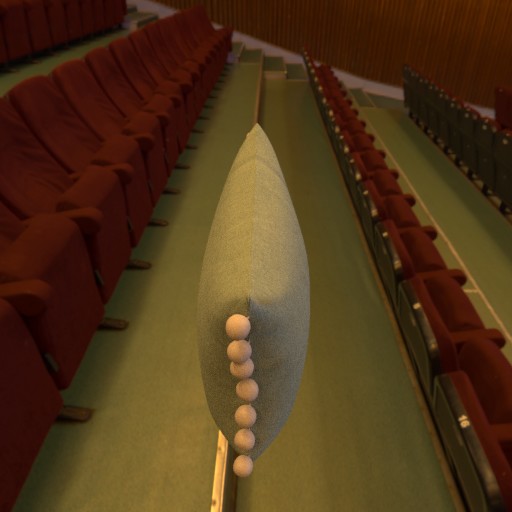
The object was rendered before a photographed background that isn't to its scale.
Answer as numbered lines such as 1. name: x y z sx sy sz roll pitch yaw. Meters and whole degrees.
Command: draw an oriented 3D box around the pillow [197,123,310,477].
1. pillow: 0.000 0.000 0.842 0.201 0.322 0.709 1 32 1
